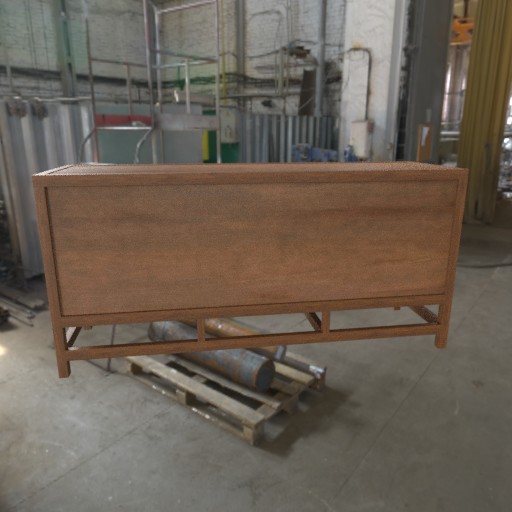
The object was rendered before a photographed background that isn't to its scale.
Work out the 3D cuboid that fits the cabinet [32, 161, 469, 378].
[{"bbox_3d":[0.000,0.000,2.072,1.708,0.820,0.522,-2,16,-8],"label":"cabinet"}]
